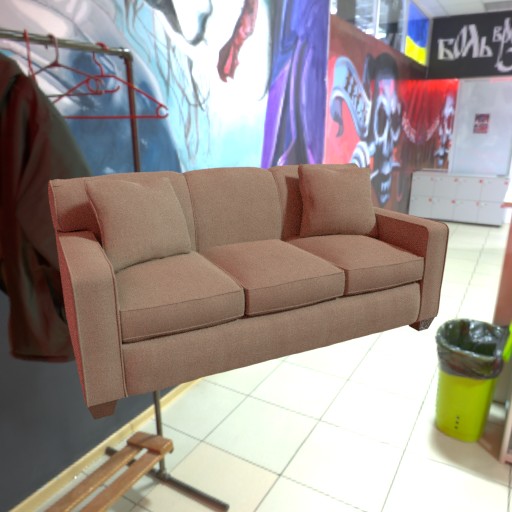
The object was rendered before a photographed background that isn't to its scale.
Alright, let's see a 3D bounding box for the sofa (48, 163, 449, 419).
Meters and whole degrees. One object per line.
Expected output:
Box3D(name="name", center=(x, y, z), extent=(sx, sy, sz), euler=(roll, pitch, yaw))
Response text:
Box3D(name="sofa", center=(0.000, 0.000, 2.513), extent=(2.024, 0.958, 0.997), euler=(-8, 18, -25))
